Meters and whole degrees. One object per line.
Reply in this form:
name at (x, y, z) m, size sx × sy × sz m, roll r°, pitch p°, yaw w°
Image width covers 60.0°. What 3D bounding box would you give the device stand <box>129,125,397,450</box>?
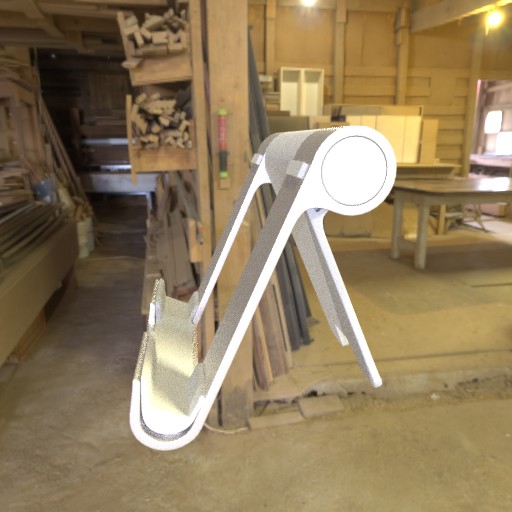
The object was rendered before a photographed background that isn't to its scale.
device stand at (0.000, 0.000, 0.153) m, size 0.079 × 0.084 × 0.086 m, roll -2°, pitch 15°, yaw -8°
